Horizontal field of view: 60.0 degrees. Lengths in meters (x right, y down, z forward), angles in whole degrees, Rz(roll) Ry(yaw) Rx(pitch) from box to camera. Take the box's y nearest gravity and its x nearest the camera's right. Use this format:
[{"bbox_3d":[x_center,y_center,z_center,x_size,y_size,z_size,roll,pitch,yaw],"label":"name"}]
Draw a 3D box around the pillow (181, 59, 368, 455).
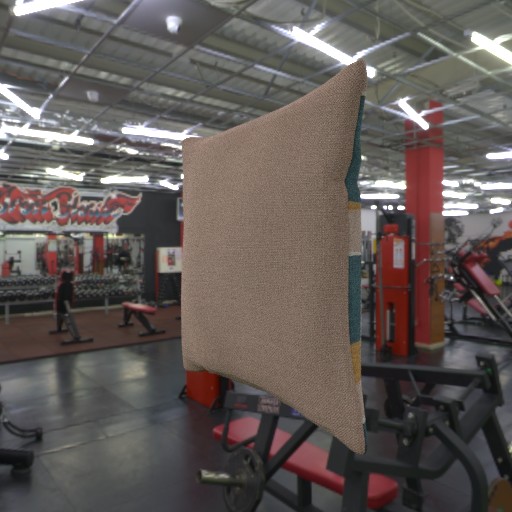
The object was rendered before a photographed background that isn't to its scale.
[{"bbox_3d":[0.000,0.000,0.731,0.158,0.479,0.478,-1,1,-36],"label":"pillow"}]
